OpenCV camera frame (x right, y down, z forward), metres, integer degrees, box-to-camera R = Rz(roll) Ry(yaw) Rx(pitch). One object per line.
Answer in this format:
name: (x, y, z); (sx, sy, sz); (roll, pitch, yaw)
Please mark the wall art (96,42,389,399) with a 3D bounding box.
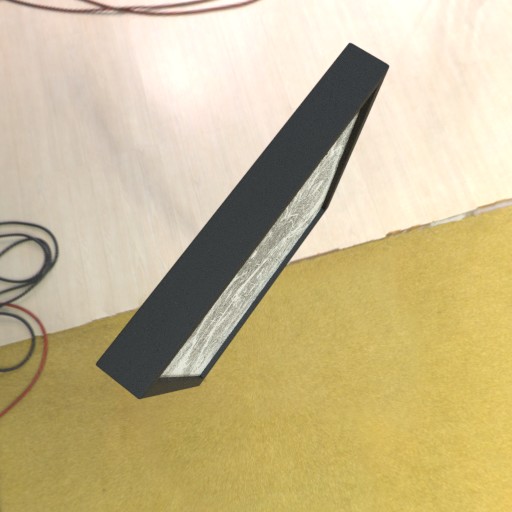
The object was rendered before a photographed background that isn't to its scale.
wall art: (0.000, 0.000, 0.462); (0.037, 0.305, 0.305); (35, 78, 9)
